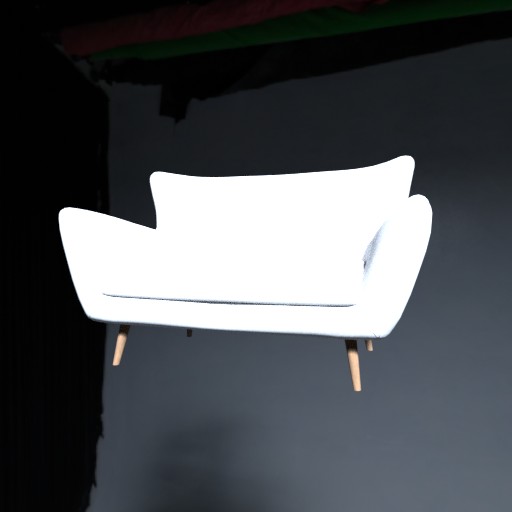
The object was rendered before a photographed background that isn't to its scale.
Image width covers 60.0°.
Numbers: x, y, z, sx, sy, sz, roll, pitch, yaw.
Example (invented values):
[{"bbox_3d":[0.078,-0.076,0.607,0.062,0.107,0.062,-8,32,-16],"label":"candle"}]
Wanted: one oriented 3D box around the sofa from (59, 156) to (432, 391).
[{"bbox_3d":[0.000,0.000,1.967,1.424,0.878,0.921,0,1,19],"label":"sofa"}]
